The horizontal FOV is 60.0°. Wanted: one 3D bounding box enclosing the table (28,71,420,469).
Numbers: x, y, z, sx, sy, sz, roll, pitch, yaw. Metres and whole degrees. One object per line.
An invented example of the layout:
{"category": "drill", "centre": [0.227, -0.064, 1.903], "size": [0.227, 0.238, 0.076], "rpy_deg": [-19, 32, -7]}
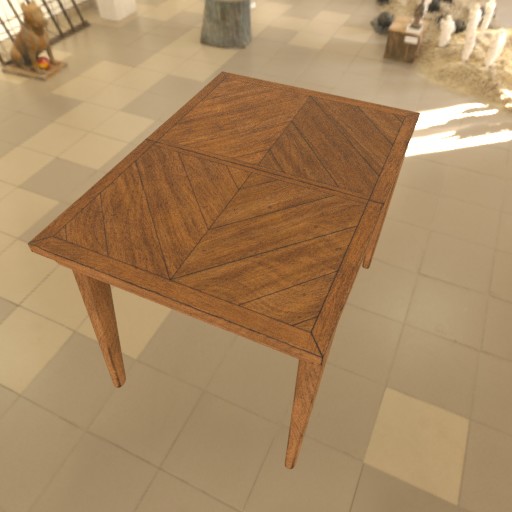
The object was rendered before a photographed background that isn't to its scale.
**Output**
{"category": "table", "centre": [0.000, 0.000, 1.570], "size": [0.757, 0.760, 1.027], "rpy_deg": [18, 50, 16]}
